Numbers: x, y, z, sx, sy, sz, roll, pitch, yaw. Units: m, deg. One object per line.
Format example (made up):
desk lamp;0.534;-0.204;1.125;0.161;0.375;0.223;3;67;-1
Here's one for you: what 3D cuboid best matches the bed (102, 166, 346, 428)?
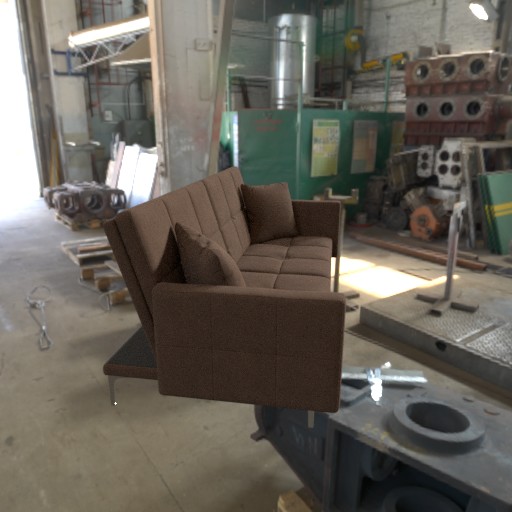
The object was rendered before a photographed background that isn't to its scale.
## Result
bed;0.000;0.000;2.357;0.889;0.787;1.905;3;17;9
